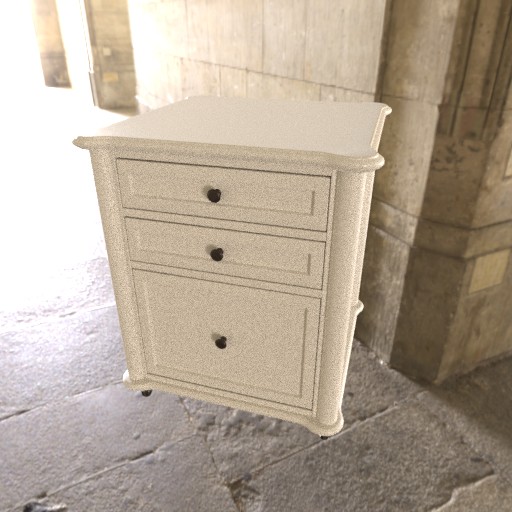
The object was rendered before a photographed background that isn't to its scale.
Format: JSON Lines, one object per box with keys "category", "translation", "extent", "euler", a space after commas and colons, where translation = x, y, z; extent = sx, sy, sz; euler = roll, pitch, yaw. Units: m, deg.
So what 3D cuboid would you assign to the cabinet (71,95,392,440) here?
{"category": "cabinet", "translation": [0.000, 0.000, 1.246], "extent": [0.628, 0.761, 0.627], "euler": [8, 29, 15]}
